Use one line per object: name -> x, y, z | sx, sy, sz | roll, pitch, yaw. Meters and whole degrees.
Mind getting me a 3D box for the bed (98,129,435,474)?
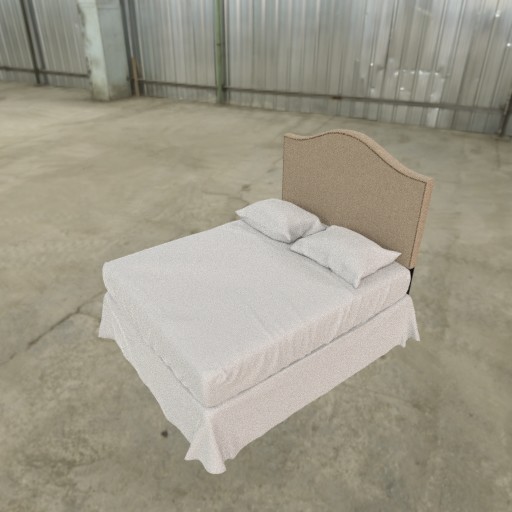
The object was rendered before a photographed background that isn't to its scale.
bed -> 0.000, 0.000, 3.496 | 2.221, 1.645, 1.876 | -21, 36, -32
